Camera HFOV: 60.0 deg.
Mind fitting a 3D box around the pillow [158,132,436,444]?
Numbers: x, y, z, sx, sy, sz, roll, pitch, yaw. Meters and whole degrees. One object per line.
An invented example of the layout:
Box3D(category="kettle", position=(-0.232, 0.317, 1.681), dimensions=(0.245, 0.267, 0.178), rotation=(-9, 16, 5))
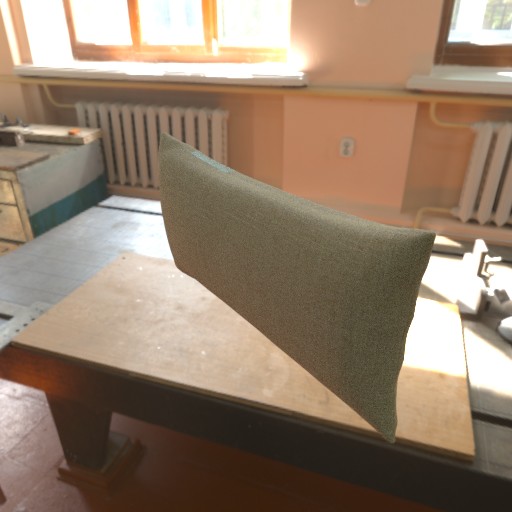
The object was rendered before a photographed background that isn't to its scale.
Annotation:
Box3D(category="pillow", position=(0.000, 0.000, 1.022), dimensions=(0.197, 0.429, 0.859), rotation=(-18, 32, -32))
